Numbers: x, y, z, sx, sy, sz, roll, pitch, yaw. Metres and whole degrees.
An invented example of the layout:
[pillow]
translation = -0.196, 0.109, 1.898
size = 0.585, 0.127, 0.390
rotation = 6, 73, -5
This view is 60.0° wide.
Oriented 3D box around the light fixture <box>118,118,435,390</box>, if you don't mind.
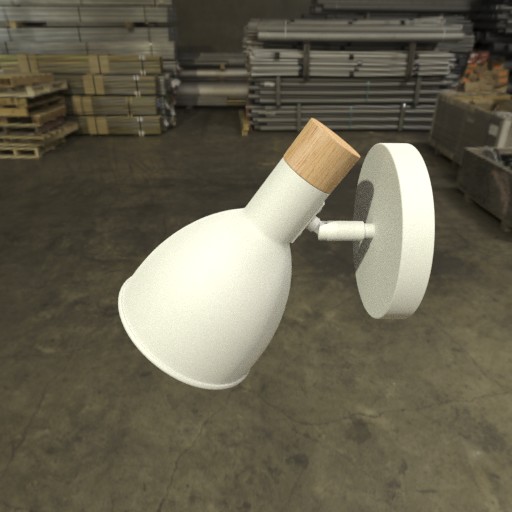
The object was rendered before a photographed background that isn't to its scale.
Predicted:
[light fixture]
translation = 0.000, 0.000, 0.331
size = 0.209, 0.199, 0.127
rotation = 0, 28, 0
